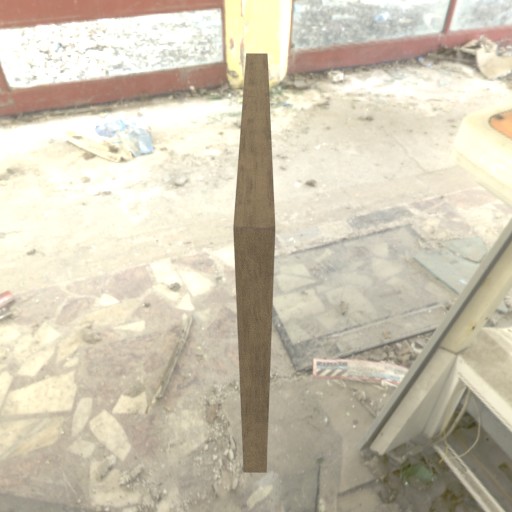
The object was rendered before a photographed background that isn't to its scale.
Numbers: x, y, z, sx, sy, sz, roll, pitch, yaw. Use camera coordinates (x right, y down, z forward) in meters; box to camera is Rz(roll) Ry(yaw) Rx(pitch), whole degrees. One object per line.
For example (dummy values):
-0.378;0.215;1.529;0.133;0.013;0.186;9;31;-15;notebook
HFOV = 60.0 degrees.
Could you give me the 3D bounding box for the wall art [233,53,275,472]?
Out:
0.000;0.000;0.758;0.038;0.508;0.508;0;41;0;wall art
